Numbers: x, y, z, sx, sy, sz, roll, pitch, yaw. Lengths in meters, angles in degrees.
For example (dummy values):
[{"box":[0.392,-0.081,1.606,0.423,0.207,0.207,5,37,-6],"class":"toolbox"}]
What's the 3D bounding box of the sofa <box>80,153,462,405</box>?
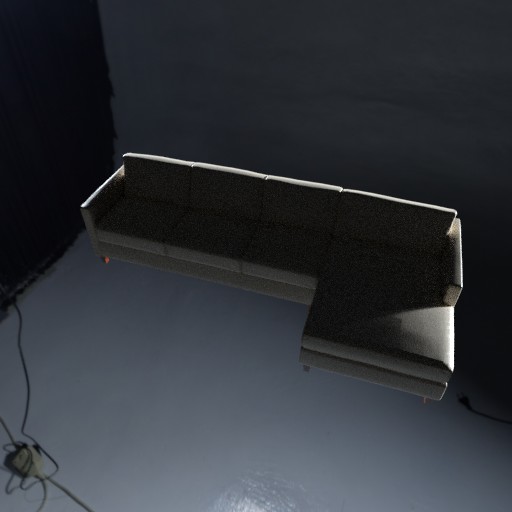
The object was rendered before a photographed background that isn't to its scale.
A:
[{"box":[0.000,0.000,4.093,3.471,0.954,1.603,12,43,13],"class":"sofa"}]
